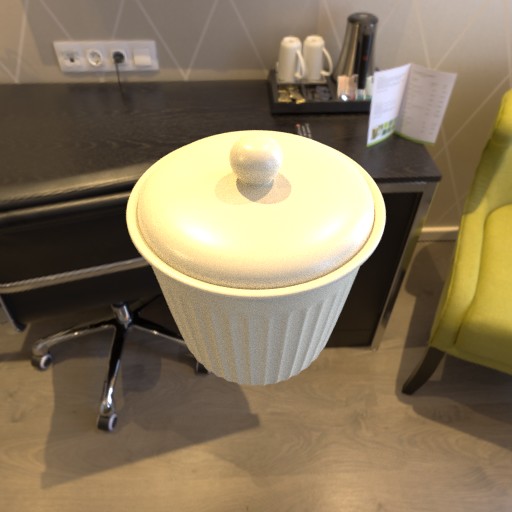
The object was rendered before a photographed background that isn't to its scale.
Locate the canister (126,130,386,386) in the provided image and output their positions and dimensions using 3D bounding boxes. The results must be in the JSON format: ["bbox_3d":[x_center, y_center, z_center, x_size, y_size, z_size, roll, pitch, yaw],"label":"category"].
[{"bbox_3d":[0.000,0.000,0.357,0.181,0.211,0.181,0,45,0],"label":"canister"}]
